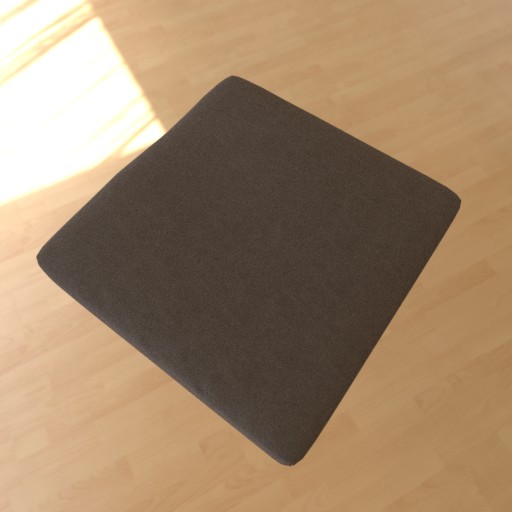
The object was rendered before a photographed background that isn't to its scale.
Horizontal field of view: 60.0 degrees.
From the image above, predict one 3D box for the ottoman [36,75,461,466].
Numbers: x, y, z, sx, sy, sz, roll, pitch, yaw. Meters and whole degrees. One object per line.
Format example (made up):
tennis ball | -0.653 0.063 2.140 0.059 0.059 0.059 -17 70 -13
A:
ottoman | 0.000 0.000 1.375 0.861 0.482 0.881 33 68 16
